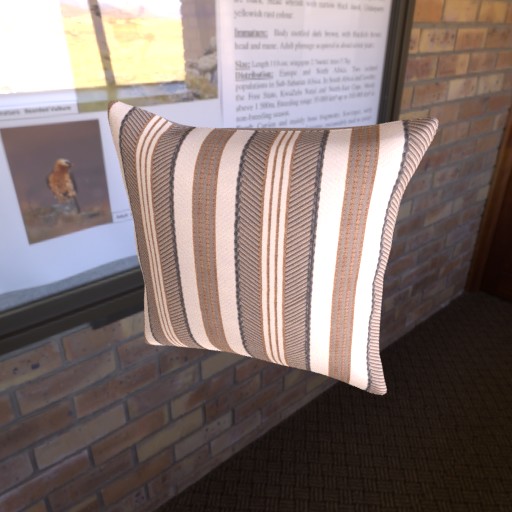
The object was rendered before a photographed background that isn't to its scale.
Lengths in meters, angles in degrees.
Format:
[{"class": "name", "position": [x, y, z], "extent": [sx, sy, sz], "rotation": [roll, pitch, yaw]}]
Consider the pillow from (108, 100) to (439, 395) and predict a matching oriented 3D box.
[{"class": "pillow", "position": [0.000, 0.000, 0.625], "extent": [0.416, 0.401, 0.173], "rotation": [8, 28, 16]}]
